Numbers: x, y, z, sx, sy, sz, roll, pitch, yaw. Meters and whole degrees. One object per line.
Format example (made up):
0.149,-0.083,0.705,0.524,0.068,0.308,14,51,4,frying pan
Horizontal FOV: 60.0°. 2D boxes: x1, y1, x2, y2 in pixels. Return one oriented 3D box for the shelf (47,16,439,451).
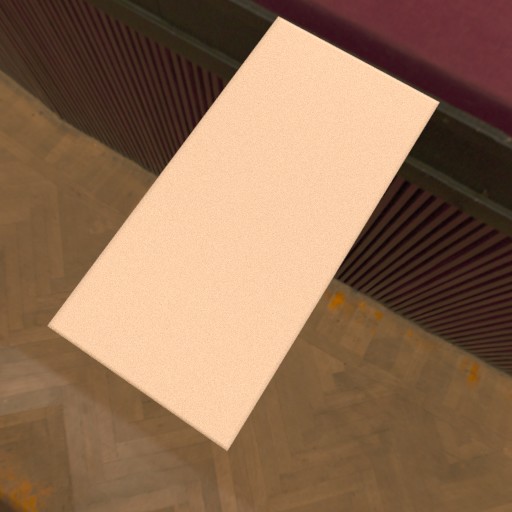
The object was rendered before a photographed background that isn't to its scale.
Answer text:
0.000,0.000,1.237,0.390,0.786,0.790,32,78,7,shelf
